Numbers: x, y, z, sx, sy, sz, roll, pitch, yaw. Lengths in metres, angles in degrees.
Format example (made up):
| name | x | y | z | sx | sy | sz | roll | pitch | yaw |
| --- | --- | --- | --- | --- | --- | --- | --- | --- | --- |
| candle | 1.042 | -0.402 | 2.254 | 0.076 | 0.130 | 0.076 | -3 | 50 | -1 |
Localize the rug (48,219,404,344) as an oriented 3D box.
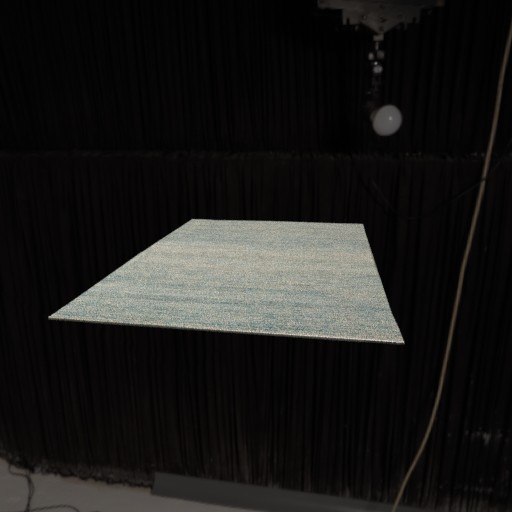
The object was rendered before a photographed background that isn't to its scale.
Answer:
| name | x | y | z | sx | sy | sz | roll | pitch | yaw |
| --- | --- | --- | --- | --- | --- | --- | --- | --- | --- |
| rug | 0.000 | 0.000 | 5.313 | 2.802 | 0.052 | 4.078 | 3 | 17 | 9 |
